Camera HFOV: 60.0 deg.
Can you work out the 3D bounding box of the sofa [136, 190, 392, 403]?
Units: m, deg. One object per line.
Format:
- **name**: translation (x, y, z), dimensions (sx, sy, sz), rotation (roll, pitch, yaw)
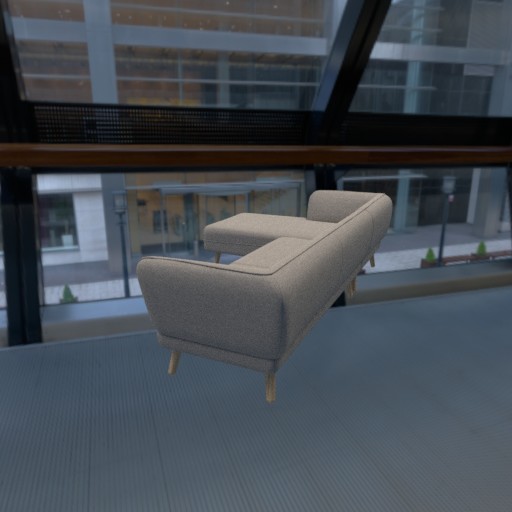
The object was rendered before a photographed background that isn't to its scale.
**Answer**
- **sofa**: translation (0.000, 0.000, 3.305), dimensions (1.532, 0.693, 2.653), rotation (8, 18, 25)
